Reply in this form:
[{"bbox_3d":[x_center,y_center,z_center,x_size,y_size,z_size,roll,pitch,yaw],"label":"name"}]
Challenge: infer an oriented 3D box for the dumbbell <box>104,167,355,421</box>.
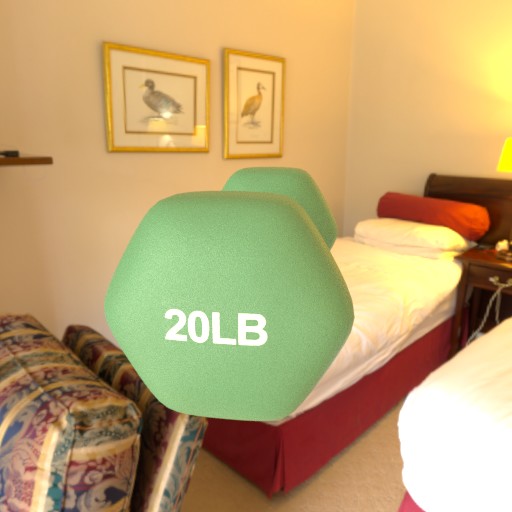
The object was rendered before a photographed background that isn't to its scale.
[{"bbox_3d":[0.000,0.000,0.319,0.126,0.114,0.257,2,15,8],"label":"dumbbell"}]
